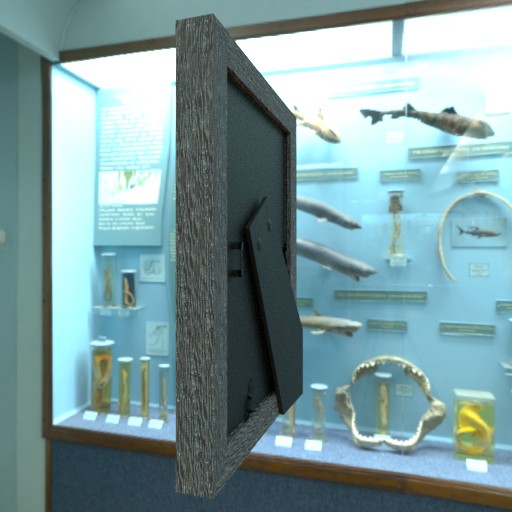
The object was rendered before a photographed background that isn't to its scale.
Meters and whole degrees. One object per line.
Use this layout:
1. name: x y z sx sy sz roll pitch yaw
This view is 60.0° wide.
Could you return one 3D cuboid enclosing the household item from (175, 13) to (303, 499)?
1. household item: 0.000 0.000 0.229 0.020 0.180 0.133 0 0 19
